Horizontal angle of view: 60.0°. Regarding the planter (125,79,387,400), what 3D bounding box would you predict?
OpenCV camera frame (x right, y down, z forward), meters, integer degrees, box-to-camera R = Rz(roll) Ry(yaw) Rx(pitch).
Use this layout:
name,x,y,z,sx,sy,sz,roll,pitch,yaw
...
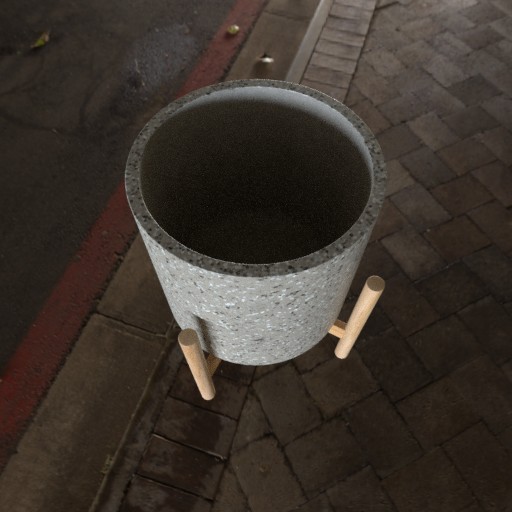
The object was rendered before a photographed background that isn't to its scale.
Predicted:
name,x,y,z,sx,sy,sz,roll,pitch,yaw
planter,0.000,0.000,0.697,0.360,0.419,0.360,-35,65,-19
